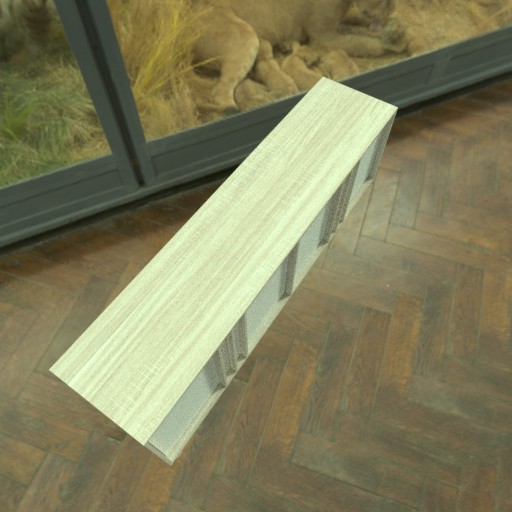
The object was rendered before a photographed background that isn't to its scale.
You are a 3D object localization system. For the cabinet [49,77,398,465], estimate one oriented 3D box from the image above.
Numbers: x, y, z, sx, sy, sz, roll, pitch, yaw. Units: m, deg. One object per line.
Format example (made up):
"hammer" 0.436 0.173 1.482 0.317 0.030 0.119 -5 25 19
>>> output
"cabinet" 0.000 0.000 2.499 0.500 0.780 2.200 30 63 17
